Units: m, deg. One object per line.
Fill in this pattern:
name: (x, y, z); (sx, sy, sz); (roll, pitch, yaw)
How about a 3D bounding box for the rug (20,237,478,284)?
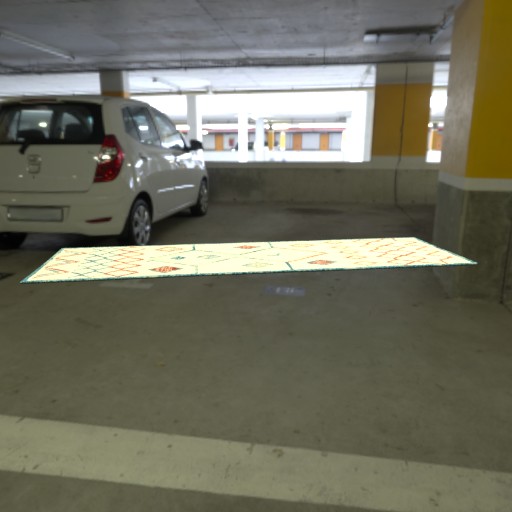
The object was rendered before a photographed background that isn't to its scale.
rug: (0.000, 0.000, 2.688); (2.435, 0.011, 0.750); (-2, 14, -8)
